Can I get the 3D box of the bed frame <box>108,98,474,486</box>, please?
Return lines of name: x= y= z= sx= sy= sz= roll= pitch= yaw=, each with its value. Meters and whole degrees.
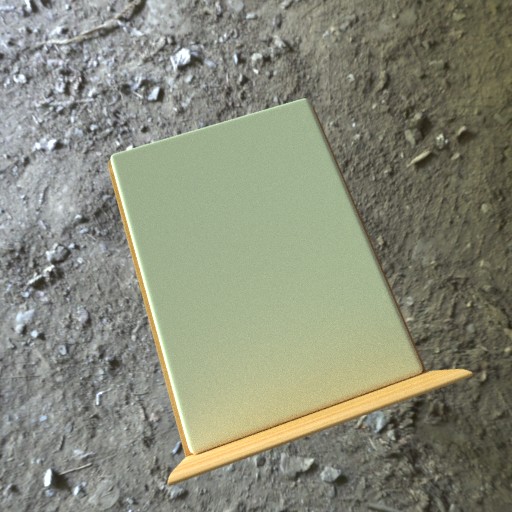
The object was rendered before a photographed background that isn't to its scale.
bed frame: x=0.000 y=0.000 z=2.703 sx=1.472 sy=0.940 sz=1.992 roll=-18 pitch=75 yaw=-5
